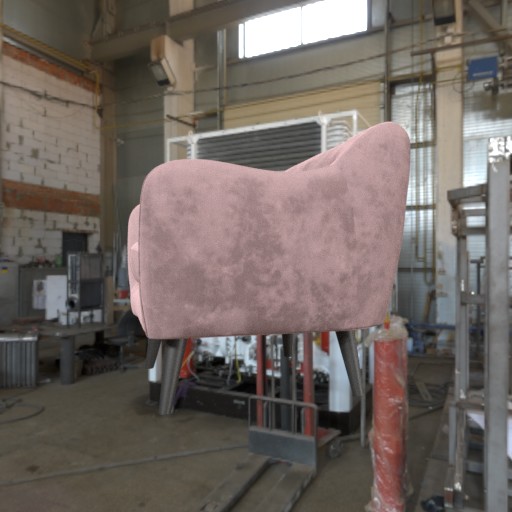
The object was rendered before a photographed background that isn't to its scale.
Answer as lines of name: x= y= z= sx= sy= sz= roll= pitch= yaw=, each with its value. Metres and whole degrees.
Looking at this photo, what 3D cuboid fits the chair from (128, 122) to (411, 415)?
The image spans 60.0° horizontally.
chair: x=0.000 y=0.000 z=1.493 sx=0.820 sy=0.820 sz=0.840 roll=0 pitch=0 yaw=-18
